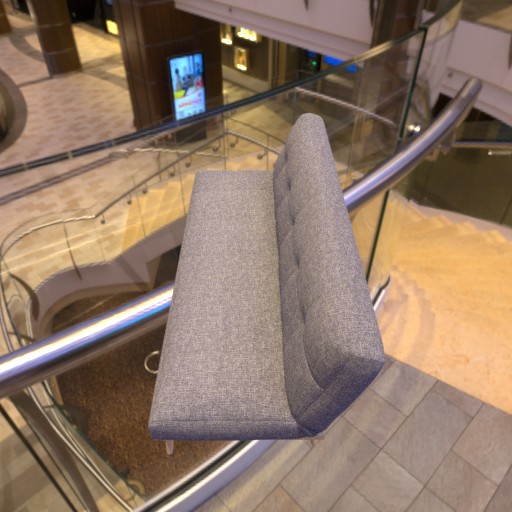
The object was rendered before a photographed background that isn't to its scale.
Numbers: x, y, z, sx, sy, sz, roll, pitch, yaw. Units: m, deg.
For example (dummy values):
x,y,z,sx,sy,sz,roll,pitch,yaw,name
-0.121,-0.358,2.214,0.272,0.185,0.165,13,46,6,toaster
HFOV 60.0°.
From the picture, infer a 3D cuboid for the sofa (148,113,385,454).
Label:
x,y,z,sx,sy,sz,roll,pitch,yaw,name
0.000,0.000,2.275,0.820,0.770,1.820,0,42,0,sofa
